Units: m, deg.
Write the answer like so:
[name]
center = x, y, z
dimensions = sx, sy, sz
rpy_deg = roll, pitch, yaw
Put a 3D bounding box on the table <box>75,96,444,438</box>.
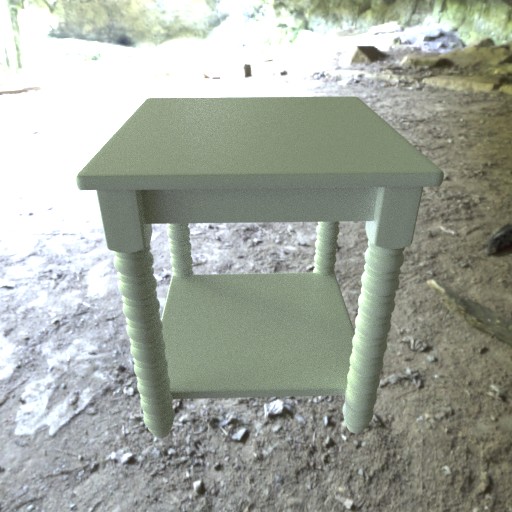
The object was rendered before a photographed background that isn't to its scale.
[table]
center = 0.000, 0.000, 0.963
dimensions = 0.500, 0.563, 0.533
rpy_deg = -1, 30, -1
